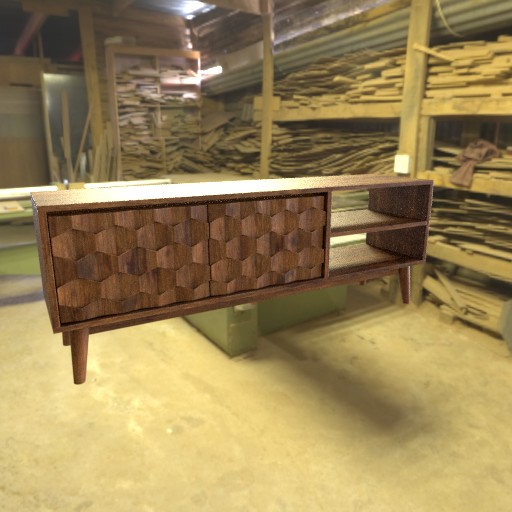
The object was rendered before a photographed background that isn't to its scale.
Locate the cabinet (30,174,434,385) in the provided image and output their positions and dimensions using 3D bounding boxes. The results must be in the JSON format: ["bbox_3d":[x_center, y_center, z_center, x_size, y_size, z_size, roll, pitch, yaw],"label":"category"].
[{"bbox_3d":[0.000,0.000,1.668,1.448,0.528,0.349,-8,17,-28],"label":"cabinet"}]
